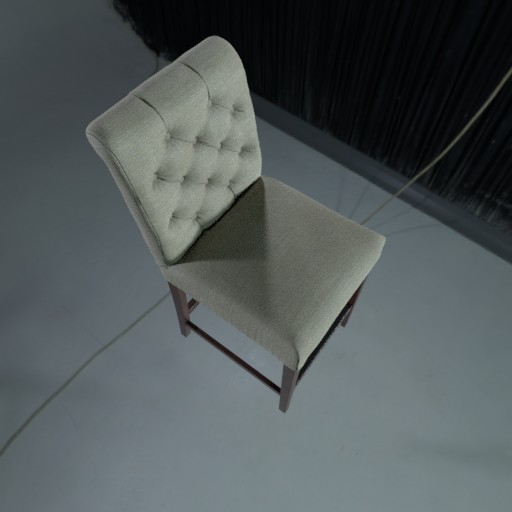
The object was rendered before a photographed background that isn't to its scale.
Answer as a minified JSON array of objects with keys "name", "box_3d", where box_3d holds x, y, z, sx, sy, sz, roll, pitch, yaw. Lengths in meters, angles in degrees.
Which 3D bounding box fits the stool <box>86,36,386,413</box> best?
[{"name":"stool","box_3d":[0.000,0.000,1.436,0.660,1.084,0.486,33,63,19]}]
